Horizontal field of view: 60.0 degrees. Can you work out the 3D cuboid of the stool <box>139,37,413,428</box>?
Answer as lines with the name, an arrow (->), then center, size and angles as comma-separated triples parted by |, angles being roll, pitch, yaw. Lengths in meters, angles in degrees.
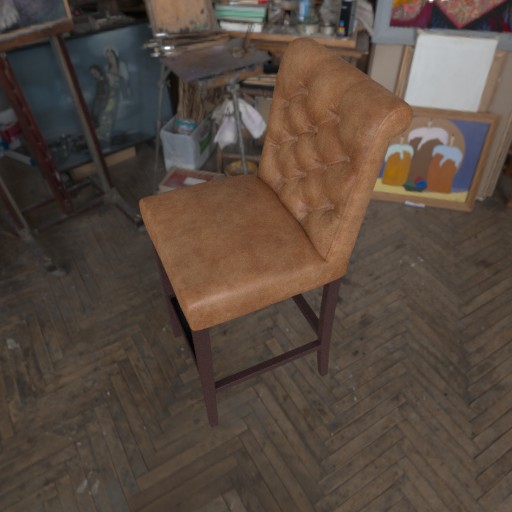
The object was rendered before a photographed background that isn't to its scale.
stool -> 0.000, 0.000, 1.436 | 0.601, 1.140, 0.493 | -19, 49, -17
